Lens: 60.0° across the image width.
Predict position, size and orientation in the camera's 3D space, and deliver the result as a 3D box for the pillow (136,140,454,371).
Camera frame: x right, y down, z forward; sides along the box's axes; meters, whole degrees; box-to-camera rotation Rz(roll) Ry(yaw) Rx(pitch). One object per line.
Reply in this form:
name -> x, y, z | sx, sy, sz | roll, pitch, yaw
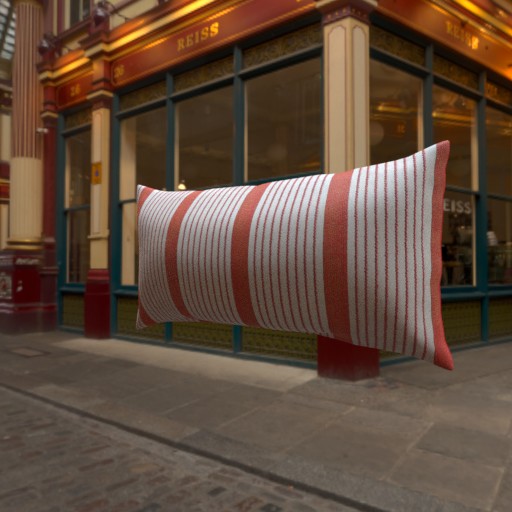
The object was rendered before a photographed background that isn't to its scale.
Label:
pillow -> 0.000, 0.000, 0.734 | 0.608, 0.297, 0.151 | 0, -1, 36
